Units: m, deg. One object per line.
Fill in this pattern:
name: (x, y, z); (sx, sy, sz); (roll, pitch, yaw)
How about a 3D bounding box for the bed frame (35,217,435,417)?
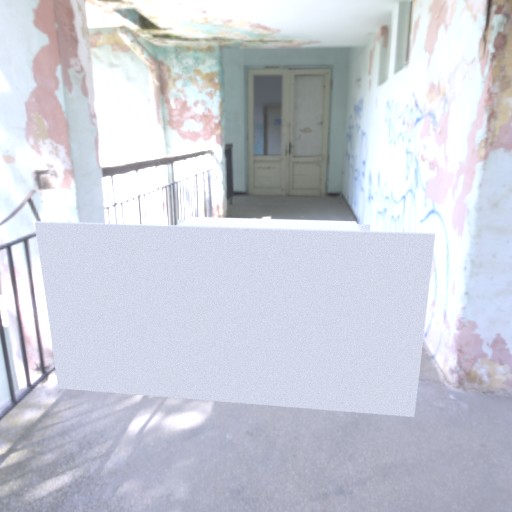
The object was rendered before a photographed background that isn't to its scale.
bed frame: (0.000, 0.000, 2.810); (1.622, 0.800, 1.960); (2, 16, 7)
